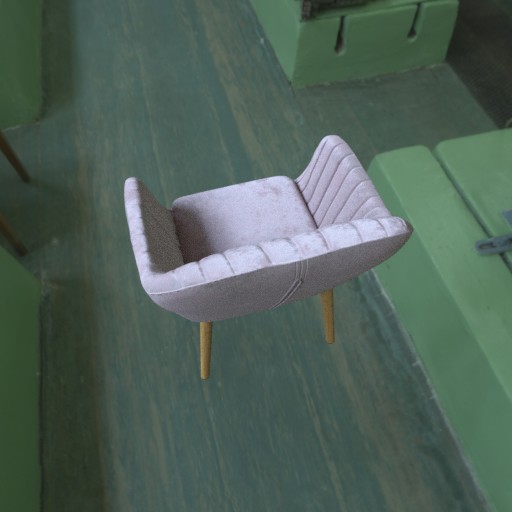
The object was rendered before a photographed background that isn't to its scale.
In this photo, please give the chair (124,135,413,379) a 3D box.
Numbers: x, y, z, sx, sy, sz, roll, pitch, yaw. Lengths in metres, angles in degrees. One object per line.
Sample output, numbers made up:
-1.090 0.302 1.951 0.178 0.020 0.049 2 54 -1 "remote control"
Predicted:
0.000 0.000 1.241 0.610 0.832 0.570 -14 59 -9 "chair"
